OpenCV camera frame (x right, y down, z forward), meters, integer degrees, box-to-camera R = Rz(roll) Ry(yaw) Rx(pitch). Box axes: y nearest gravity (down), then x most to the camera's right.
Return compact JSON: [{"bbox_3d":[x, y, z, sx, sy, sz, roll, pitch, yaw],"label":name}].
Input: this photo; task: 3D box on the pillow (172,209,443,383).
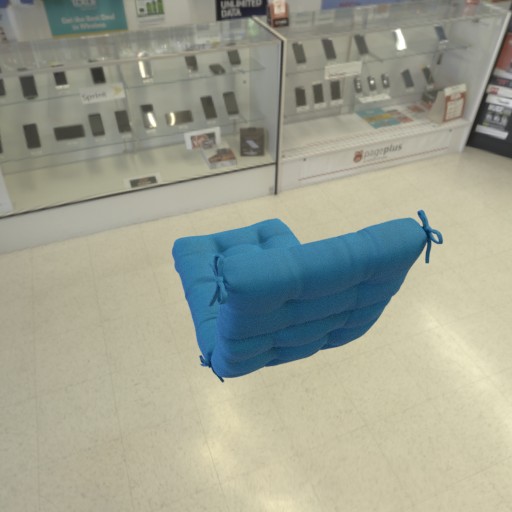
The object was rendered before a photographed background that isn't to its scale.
[{"bbox_3d":[0.000,0.000,1.504,0.526,0.863,1.016,-13,44,-14],"label":"pillow"}]
